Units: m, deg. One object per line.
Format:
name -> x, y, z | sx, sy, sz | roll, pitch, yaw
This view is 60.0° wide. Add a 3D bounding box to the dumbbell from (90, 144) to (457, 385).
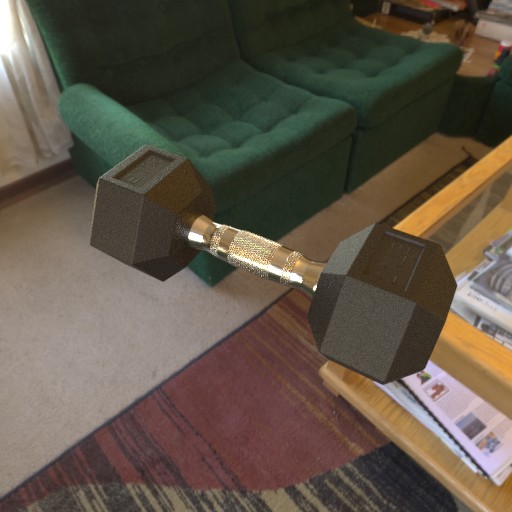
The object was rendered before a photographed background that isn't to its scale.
dumbbell -> 0.000, 0.000, 0.365 | 0.297, 0.101, 0.116 | 22, 50, 20
